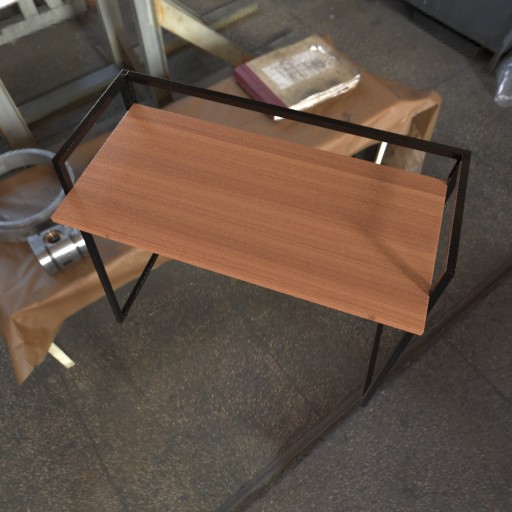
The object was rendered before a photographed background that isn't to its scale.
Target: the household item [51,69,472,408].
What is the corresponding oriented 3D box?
[{"bbox_3d":[0.000,0.000,1.518,1.050,0.860,0.510,17,60,10],"label":"household item"}]
